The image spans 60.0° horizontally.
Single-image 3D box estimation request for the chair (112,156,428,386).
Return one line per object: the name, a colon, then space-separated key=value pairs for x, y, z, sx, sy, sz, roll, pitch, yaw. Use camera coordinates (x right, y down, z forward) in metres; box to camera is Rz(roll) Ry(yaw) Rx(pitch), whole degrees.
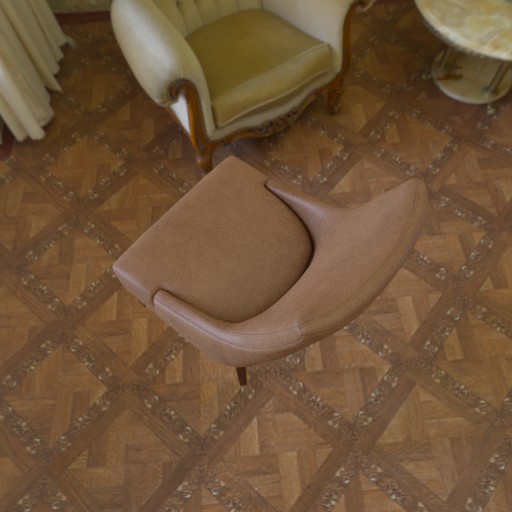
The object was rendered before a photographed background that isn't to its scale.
chair: x=0.000 y=0.000 z=1.558 sx=0.861 sy=0.909 sz=0.701 roll=36 pitch=68 yaw=17
